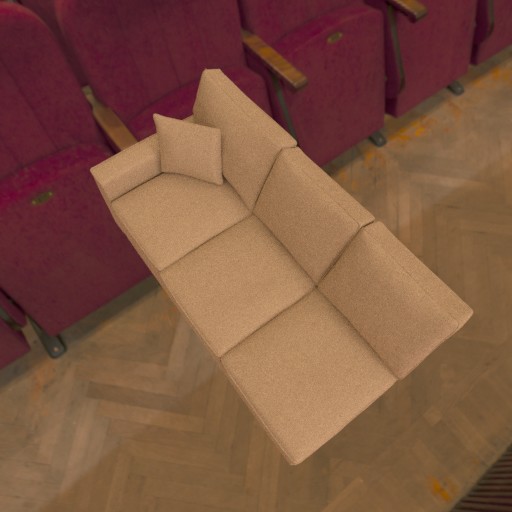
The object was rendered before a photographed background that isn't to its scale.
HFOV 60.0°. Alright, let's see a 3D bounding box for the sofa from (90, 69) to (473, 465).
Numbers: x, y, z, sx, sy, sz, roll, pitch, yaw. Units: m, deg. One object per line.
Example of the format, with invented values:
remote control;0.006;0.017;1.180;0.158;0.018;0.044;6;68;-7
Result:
sofa;0.000;0.000;2.505;1.034;0.946;1.962;-34;67;-17
